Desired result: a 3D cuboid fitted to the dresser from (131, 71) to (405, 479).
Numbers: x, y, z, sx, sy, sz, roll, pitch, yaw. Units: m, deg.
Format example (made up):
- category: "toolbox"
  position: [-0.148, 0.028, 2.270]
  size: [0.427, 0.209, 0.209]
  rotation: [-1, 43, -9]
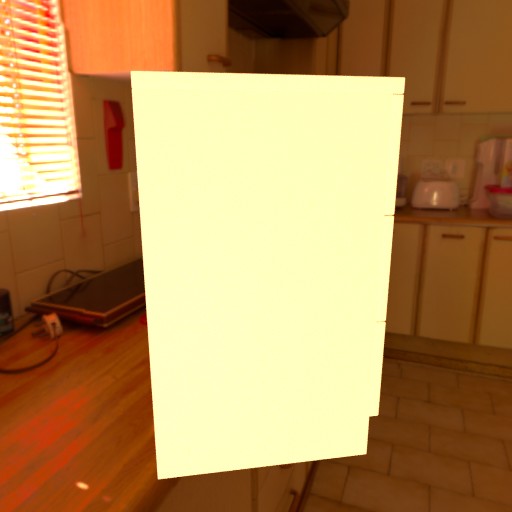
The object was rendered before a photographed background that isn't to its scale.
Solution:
- category: "dresser"
  position: [0.000, 0.000, 0.800]
  size: [0.360, 0.560, 0.400]
  rotation: [-2, 15, -9]
